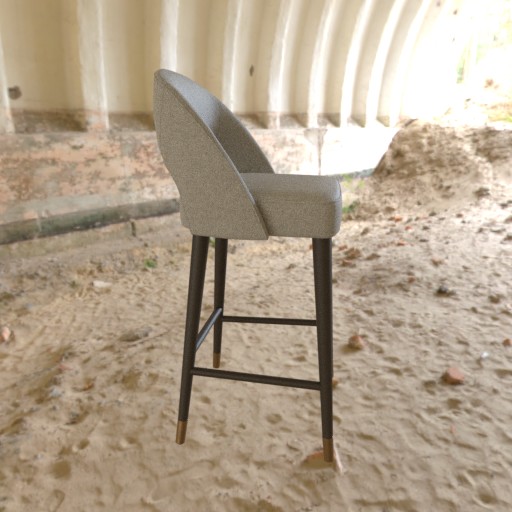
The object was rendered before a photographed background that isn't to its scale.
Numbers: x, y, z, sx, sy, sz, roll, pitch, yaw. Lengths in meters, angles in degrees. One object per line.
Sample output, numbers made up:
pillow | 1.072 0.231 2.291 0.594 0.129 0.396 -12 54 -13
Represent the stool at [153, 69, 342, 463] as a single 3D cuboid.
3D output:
stool | 0.000 0.000 1.324 0.509 1.037 0.494 3 17 9
